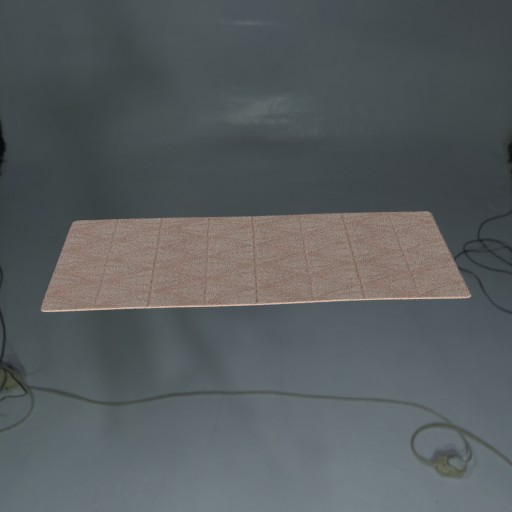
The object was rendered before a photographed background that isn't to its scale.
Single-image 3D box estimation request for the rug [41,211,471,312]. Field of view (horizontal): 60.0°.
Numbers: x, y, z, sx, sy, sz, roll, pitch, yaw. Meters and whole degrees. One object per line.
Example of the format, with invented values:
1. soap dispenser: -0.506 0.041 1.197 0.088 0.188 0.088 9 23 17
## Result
1. rug: 0.000 0.000 2.753 2.435 0.015 0.760 -2 46 -2
